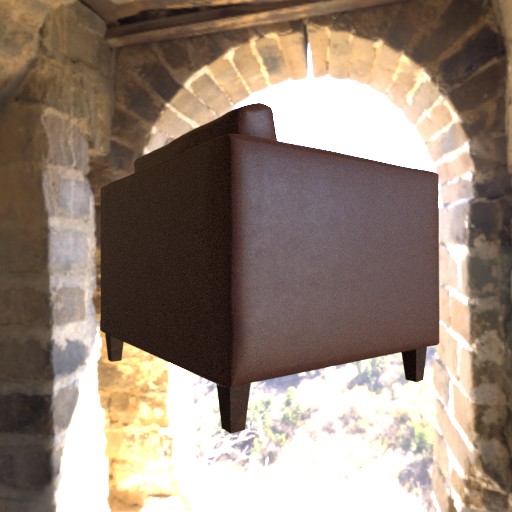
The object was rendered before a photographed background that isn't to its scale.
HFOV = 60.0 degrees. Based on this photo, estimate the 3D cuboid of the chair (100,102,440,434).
[{"bbox_3d":[0.000,0.000,1.795,0.959,0.917,1.107,0,0,-36],"label":"chair"}]
